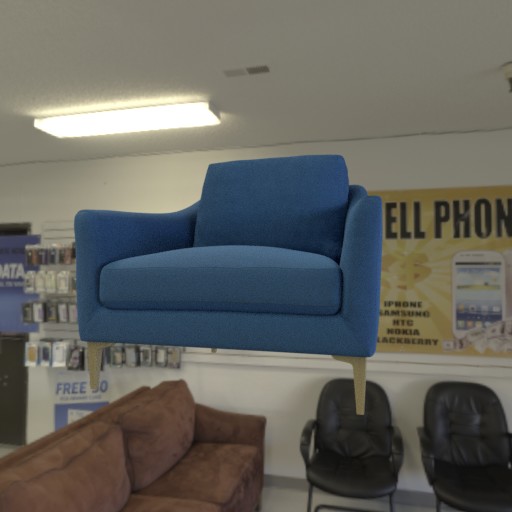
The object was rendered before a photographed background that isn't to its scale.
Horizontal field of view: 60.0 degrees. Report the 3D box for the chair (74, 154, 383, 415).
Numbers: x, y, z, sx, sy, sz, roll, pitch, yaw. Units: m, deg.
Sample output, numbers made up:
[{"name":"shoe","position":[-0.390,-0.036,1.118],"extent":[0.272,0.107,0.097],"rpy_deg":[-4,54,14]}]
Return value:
[{"name":"chair","position":[0.000,0.000,1.758],"extent":[0.987,0.899,0.961],"rpy_deg":[-1,-2,17]}]
